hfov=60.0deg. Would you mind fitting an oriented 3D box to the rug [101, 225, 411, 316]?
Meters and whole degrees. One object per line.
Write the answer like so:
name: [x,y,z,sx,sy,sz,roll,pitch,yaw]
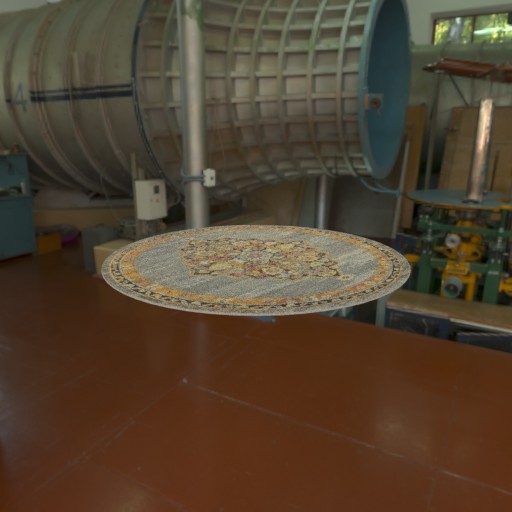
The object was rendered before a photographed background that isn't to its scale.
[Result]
rug: [0.000,0.000,2.416,1.598,0.010,1.598,0,16,0]
